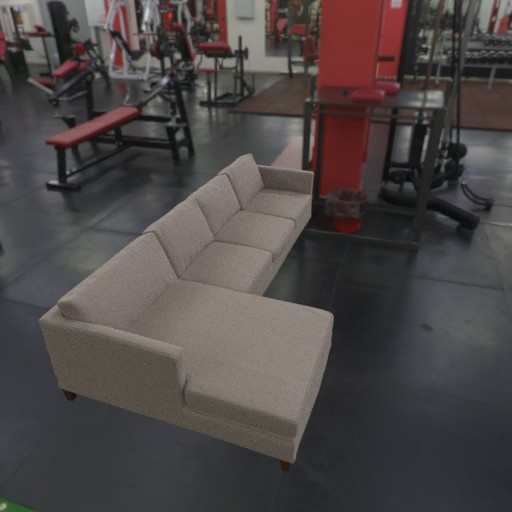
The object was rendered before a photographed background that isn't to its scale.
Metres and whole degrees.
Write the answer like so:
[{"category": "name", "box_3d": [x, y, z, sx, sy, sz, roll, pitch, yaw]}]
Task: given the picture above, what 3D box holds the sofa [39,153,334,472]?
[{"category": "sofa", "box_3d": [0.000, 0.000, 3.807, 1.625, 0.846, 3.186, 10, 31, 17]}]
